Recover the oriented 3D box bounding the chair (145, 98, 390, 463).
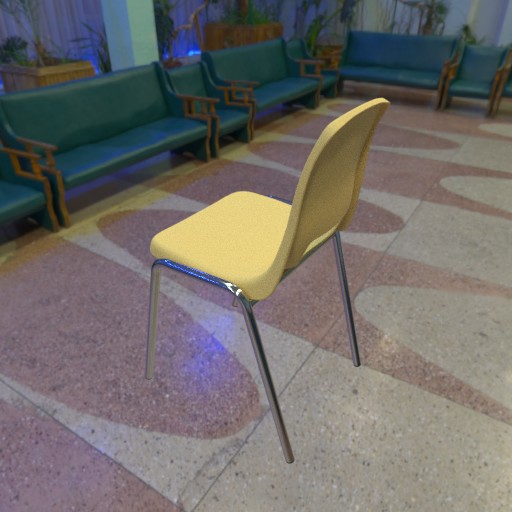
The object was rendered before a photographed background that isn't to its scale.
[{"bbox_3d":[0.000,0.000,0.971,0.436,0.704,0.381,21,38,29],"label":"chair"}]
